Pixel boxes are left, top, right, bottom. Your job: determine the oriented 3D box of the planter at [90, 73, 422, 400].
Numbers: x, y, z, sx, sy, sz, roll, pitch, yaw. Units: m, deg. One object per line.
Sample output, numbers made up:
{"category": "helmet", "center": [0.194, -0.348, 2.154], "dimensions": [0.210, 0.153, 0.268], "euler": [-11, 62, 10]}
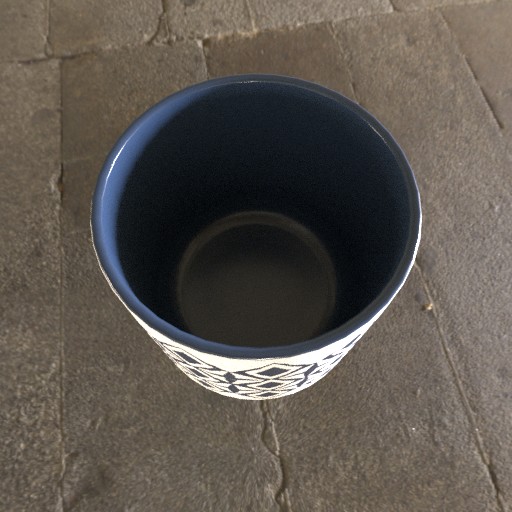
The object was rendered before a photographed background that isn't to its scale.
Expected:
{"category": "planter", "center": [0.000, 0.000, 0.278], "dimensions": [0.159, 0.144, 0.159], "euler": [0, 66, 0]}
